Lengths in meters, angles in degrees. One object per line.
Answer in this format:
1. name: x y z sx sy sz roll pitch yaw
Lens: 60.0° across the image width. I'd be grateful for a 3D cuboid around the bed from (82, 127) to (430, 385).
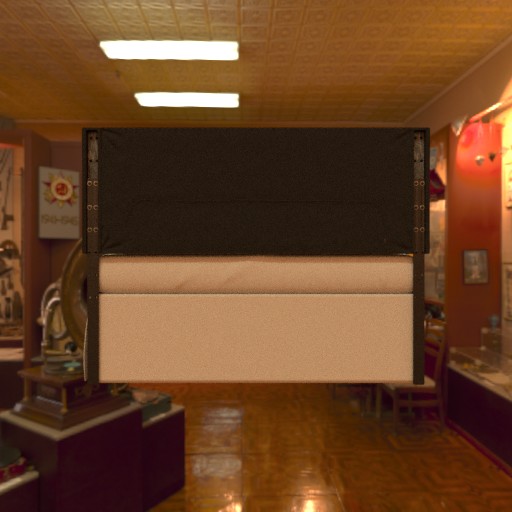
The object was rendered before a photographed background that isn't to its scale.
1. bed: 0.000 0.000 2.983 1.621 1.168 1.958 0 0 0
